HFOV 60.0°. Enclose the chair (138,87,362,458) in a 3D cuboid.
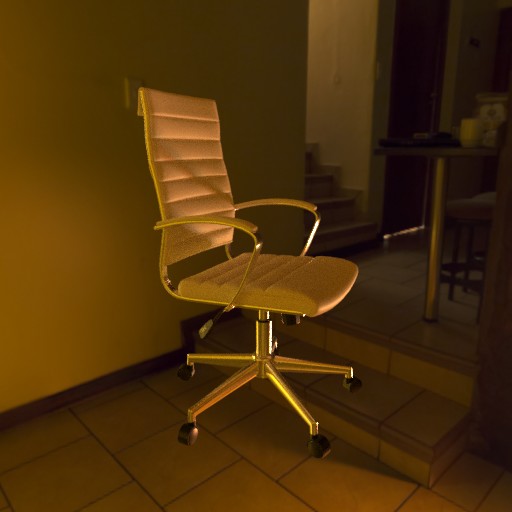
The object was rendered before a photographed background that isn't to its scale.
[{"bbox_3d":[0.000,0.000,1.621,0.739,1.149,0.766,7,15,26],"label":"chair"}]
